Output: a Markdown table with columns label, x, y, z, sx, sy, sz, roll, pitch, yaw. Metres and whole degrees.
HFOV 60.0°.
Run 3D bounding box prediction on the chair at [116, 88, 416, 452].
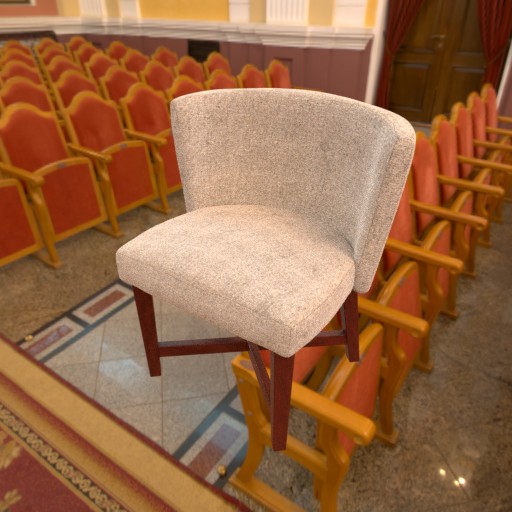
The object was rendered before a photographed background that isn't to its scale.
| label | x | y | z | sx | sy | sz | roll | pitch | yaw |
| --- | --- | --- | --- | --- | --- | --- | --- | --- | --- |
| chair | 0.000 | 0.000 | 1.273 | 0.728 | 0.827 | 0.575 | 20 | 36 | 30 |
